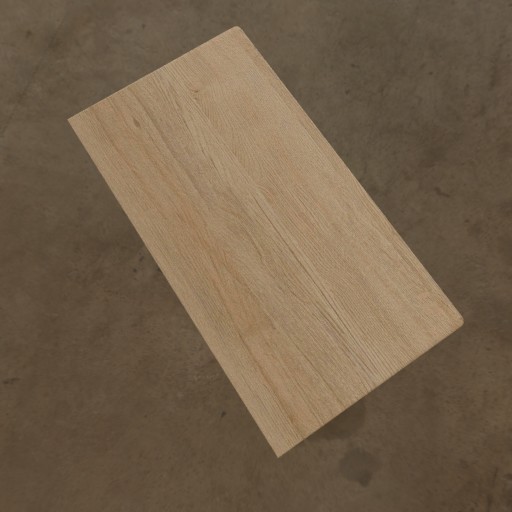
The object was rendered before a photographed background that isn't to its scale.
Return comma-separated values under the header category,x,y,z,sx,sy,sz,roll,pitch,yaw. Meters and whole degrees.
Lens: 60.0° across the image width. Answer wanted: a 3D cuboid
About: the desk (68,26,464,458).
category,x,y,z,sx,sy,sz,roll,pitch,yaw
desk,0.000,0.000,1.361,0.480,0.770,0.885,-33,79,-7
